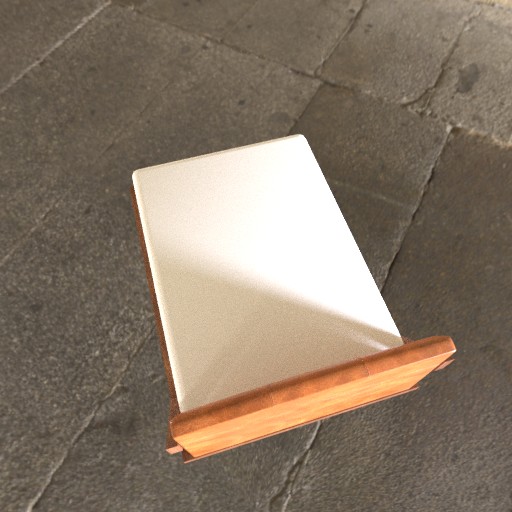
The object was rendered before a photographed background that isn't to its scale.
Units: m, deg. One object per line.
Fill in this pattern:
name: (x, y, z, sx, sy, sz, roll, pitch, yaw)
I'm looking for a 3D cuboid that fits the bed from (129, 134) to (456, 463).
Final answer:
bed: (0.000, 0.000, 3.231, 1.651, 1.168, 2.311, -14, 61, -8)
